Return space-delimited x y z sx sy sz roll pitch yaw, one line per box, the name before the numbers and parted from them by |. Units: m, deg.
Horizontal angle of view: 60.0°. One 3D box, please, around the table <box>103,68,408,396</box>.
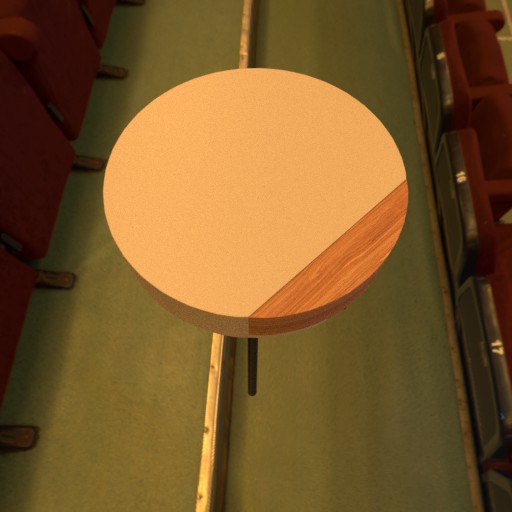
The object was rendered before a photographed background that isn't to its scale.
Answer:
table | 0.000 0.000 0.870 0.450 0.525 0.450 0 63 0
